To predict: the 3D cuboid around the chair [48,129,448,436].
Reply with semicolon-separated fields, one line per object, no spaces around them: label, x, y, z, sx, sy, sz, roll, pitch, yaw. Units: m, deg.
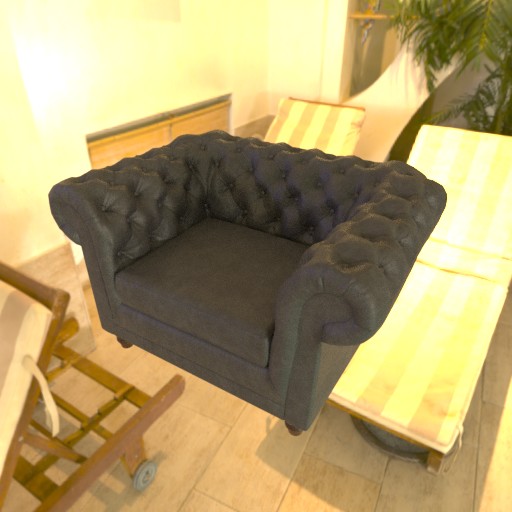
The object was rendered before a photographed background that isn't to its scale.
chair;0.000;0.000;1.853;1.298;0.780;0.943;18;36;27
